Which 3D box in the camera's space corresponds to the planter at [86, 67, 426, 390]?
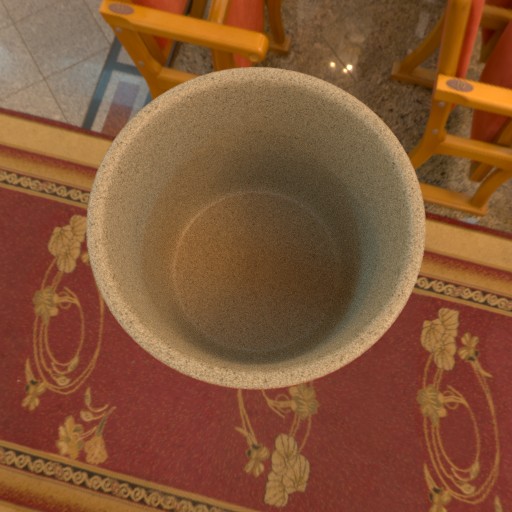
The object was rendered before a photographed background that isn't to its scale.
[{"bbox_3d":[0.000,0.000,0.409,0.227,0.235,0.227,0,76,0],"label":"planter"}]
